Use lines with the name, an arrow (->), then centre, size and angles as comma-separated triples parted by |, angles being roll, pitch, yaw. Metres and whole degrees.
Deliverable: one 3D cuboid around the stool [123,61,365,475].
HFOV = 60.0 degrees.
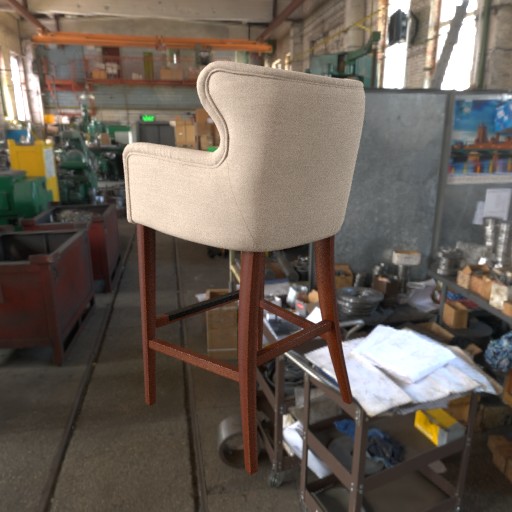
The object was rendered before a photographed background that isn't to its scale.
stool -> 0.000, 0.000, 1.359 | 0.556, 1.034, 0.563 | -15, 21, -43
